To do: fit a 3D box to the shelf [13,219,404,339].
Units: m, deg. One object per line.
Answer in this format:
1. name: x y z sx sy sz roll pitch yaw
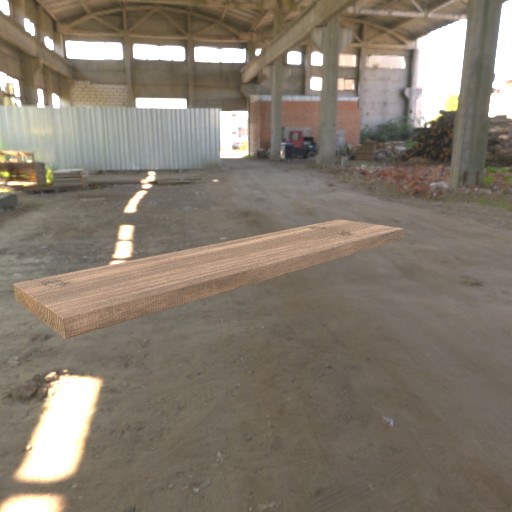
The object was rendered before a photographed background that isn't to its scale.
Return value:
1. shelf: 0.000 0.000 0.647 0.610 0.020 0.140 -14 20 -42
